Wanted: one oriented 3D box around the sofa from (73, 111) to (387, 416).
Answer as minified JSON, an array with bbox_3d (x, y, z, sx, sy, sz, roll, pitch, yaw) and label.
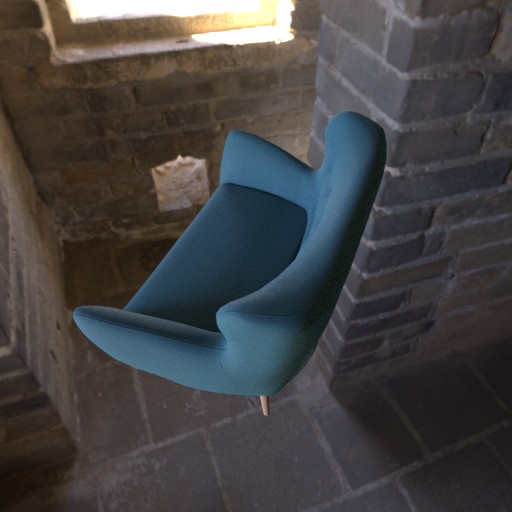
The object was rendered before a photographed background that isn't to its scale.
[{"bbox_3d":[0.000,0.000,2.003,0.889,0.889,1.397,16,48,15],"label":"sofa"}]
